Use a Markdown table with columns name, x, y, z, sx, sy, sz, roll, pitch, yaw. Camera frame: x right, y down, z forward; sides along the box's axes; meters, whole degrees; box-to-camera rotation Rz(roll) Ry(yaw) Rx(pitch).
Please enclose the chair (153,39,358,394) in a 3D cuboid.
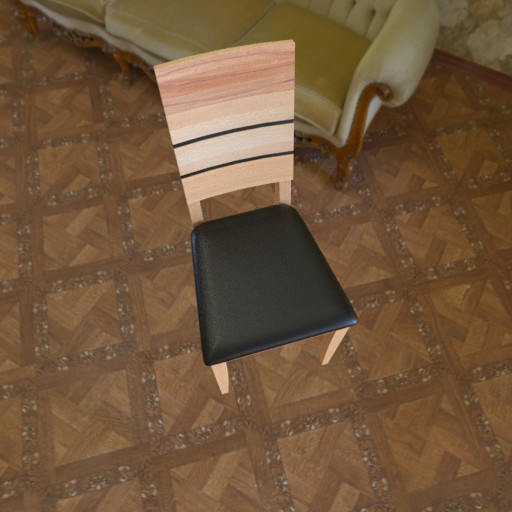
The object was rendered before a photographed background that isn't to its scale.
| name | x | y | z | sx | sy | sz | roll | pitch | yaw |
| --- | --- | --- | --- | --- | --- | --- | --- | --- | --- |
| chair | 0.000 | 0.000 | 1.226 | 0.410 | 0.940 | 0.520 | -14 | 64 | -7 |
